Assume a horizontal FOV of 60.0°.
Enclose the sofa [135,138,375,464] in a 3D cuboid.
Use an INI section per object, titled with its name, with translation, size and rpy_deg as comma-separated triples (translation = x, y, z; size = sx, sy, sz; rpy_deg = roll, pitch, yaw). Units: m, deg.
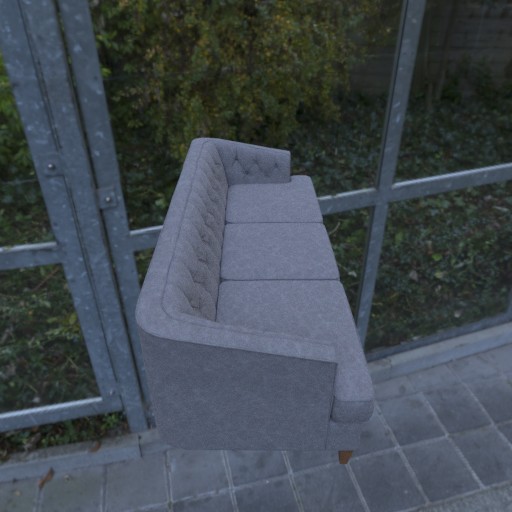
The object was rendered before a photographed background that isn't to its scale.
[sofa]
translation = 0.000, 0.000, 2.648
size = 0.917, 0.806, 2.247
rpy_deg = 0, 33, -1
